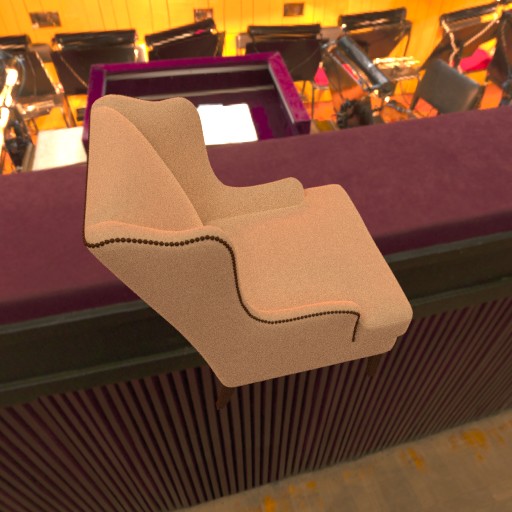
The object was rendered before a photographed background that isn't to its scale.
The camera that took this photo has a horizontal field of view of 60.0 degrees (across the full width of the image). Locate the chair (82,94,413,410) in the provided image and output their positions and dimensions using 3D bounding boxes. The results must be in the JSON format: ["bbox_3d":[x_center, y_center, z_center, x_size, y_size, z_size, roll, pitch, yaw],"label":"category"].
[{"bbox_3d":[0.000,0.000,1.616,0.940,1.029,0.737,-9,48,-9],"label":"chair"}]
